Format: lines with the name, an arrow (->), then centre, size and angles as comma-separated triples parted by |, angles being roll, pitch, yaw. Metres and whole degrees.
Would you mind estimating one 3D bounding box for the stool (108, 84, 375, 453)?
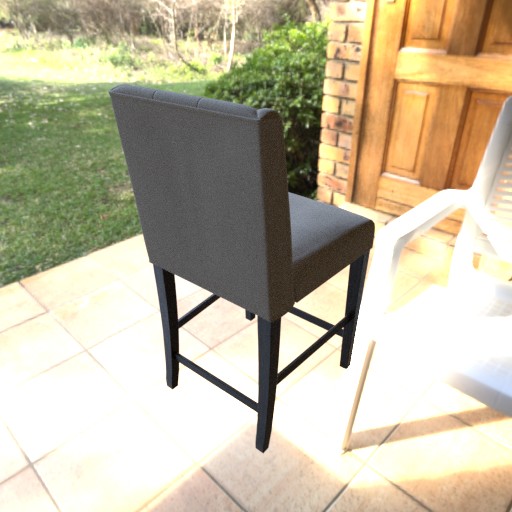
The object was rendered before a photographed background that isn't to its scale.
stool -> 0.000, 0.000, 1.250 | 0.474, 0.939, 0.509 | 22, 37, 33
